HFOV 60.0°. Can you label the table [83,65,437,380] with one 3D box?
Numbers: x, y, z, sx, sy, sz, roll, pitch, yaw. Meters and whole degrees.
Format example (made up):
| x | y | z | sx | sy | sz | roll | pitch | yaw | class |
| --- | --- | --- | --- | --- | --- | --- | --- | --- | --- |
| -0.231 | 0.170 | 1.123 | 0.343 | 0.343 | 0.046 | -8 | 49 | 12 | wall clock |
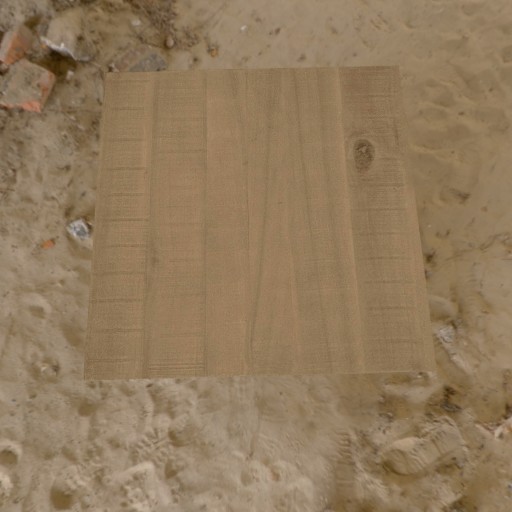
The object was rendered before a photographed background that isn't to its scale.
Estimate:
| x | y | z | sx | sy | sz | roll | pitch | yaw | class |
| --- | --- | --- | --- | --- | --- | --- | --- | --- | --- |
| 0.000 | 0.000 | 0.978 | 0.503 | 0.589 | 0.507 | -1 | 75 | 0 | table |
